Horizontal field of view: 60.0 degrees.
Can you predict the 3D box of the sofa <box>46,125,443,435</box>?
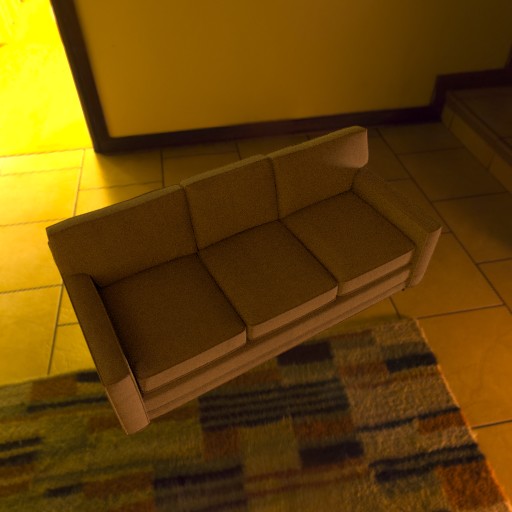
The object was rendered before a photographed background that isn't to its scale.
[{"bbox_3d":[0.000,0.000,2.651,2.093,0.862,0.936,-23,50,-21],"label":"sofa"}]
